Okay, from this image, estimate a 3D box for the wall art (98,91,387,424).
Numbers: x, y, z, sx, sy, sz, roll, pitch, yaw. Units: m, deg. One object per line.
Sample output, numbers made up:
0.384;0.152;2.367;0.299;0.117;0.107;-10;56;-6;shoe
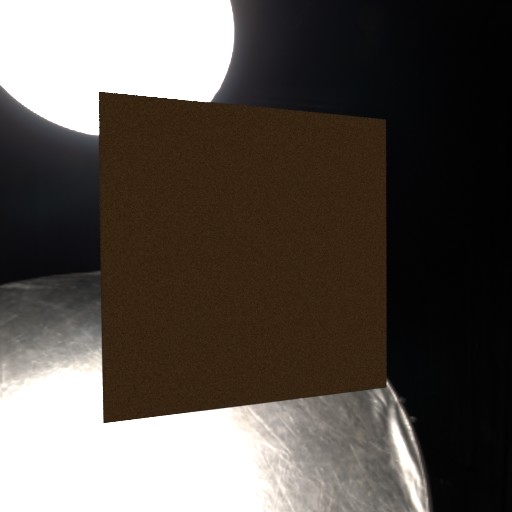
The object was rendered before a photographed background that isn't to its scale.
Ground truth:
0.000;0.000;0.917;0.611;0.608;0.042;0;1;-19;wall art
